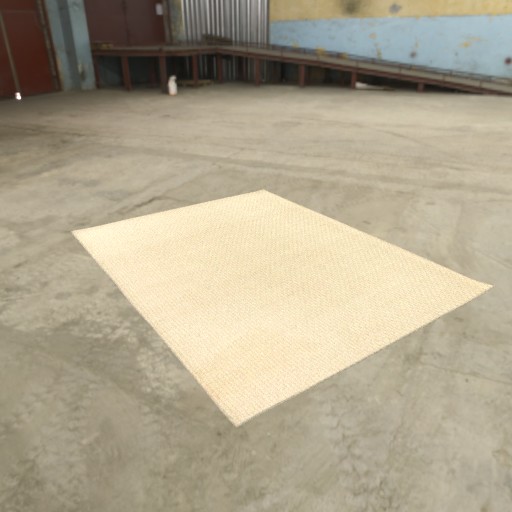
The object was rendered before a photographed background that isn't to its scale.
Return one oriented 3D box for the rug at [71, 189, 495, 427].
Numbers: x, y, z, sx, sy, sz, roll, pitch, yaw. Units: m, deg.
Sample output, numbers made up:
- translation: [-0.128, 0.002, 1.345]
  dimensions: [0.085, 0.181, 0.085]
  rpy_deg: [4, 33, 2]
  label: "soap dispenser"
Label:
- translation: [0.000, 0.000, 3.742]
  dimensions: [2.277, 0.035, 2.897]
  rpy_deg: [-17, 31, -31]
  label: "rug"
